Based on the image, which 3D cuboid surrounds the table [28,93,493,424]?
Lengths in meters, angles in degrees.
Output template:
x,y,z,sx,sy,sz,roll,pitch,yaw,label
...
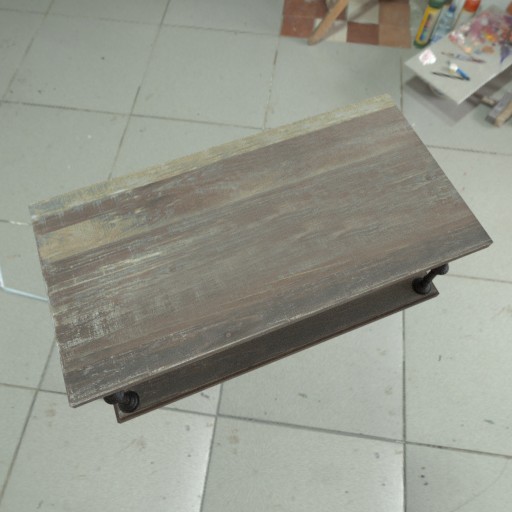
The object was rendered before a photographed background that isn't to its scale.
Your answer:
x,y,z,sx,sy,sz,roll,pitch,yaw,label
0.000,0.000,1.338,1.088,0.399,0.554,-20,66,-9,table
